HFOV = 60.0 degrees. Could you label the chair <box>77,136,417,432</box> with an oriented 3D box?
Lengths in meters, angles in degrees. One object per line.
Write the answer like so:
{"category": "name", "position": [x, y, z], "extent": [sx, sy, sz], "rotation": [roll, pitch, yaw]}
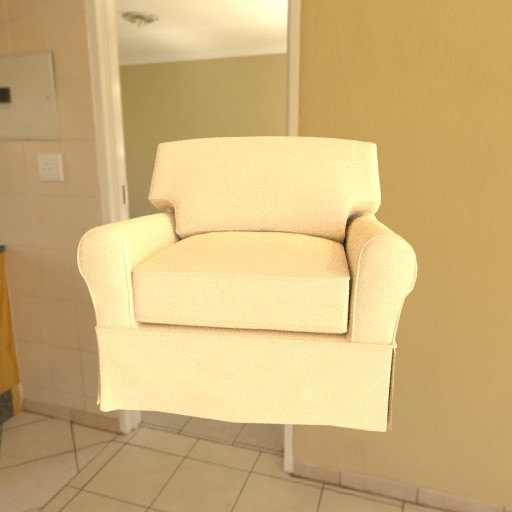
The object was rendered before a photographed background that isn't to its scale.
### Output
{"category": "chair", "position": [0.000, 0.000, 1.794], "extent": [1.099, 0.958, 0.904], "rotation": [2, 13, 8]}
